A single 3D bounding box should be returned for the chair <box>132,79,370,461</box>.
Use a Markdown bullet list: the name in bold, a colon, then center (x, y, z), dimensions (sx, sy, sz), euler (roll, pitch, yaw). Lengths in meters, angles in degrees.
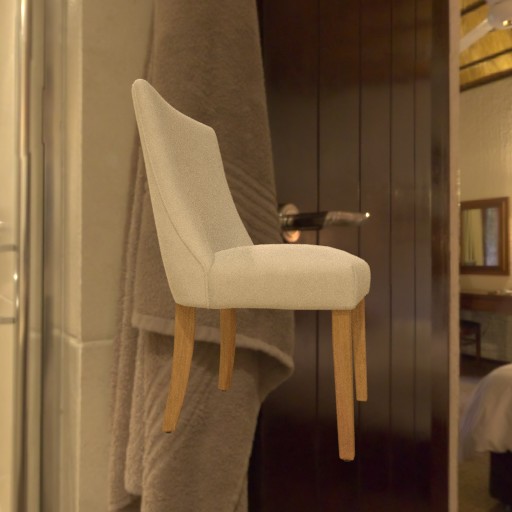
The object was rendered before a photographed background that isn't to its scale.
- **chair**: center (0.000, 0.000, 1.261), dimensions (0.610, 0.902, 0.495), euler (0, -1, 18)
